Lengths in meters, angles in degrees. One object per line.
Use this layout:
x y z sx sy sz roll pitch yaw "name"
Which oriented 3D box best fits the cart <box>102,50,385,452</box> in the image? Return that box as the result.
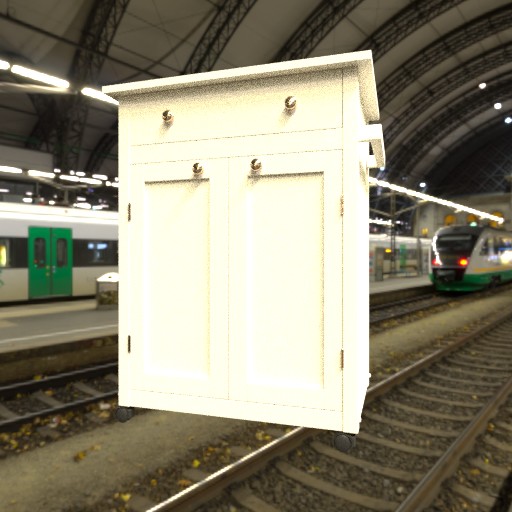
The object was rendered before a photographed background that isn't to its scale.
0.000 0.000 1.238 0.683 0.864 0.442 0 0 18 "cart"
